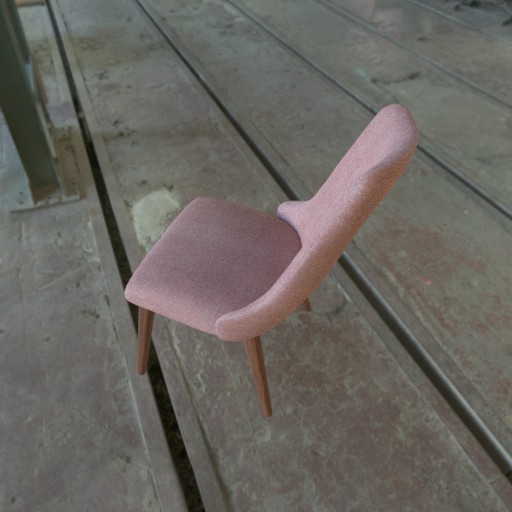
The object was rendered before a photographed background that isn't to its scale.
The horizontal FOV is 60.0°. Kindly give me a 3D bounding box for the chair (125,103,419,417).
[{"bbox_3d":[0.000,0.000,1.312,0.707,0.918,0.535,16,47,15],"label":"chair"}]
